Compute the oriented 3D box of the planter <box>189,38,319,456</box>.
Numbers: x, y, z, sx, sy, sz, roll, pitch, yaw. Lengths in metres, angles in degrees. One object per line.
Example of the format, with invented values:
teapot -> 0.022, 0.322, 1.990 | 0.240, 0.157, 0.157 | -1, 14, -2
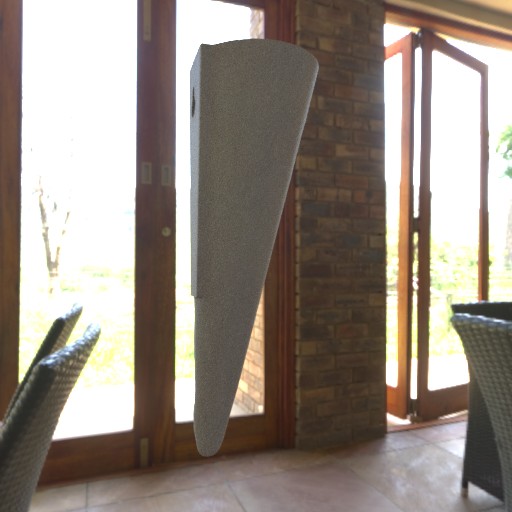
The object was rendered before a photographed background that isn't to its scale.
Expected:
planter -> 0.000, 0.000, 0.301 | 0.087, 0.259, 0.078 | 0, -1, -18
